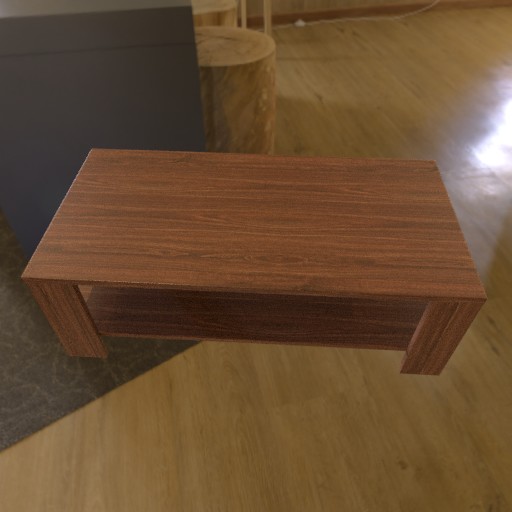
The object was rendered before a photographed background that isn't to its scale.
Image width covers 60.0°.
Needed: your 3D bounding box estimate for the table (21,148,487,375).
[{"bbox_3d":[0.000,0.000,1.488,1.200,0.400,0.600,2,47,2],"label":"table"}]
